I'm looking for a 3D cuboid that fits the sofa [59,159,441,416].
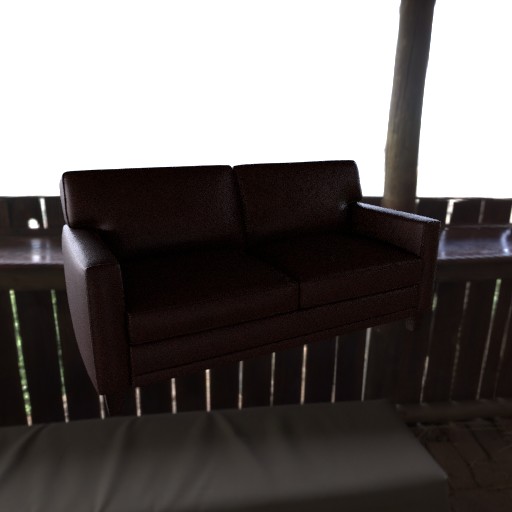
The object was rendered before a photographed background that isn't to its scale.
[{"bbox_3d":[0.000,0.000,2.371,1.876,0.928,0.912,-8,18,-26],"label":"sofa"}]
